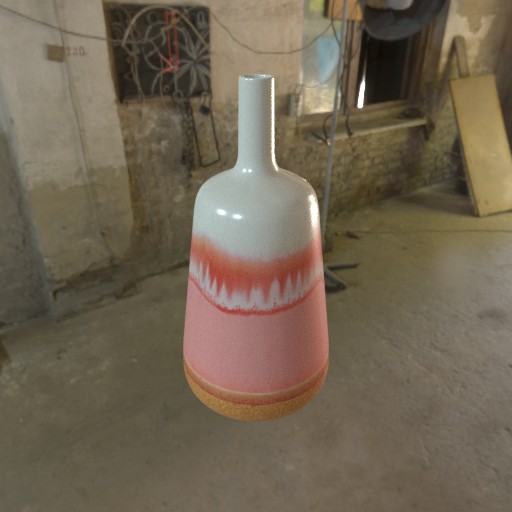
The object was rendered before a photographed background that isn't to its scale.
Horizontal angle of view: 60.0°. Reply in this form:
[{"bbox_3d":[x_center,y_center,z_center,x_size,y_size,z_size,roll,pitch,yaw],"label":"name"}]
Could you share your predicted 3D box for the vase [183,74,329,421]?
[{"bbox_3d":[0.000,0.000,0.392,0.144,0.296,0.144,0,29,0],"label":"vase"}]
